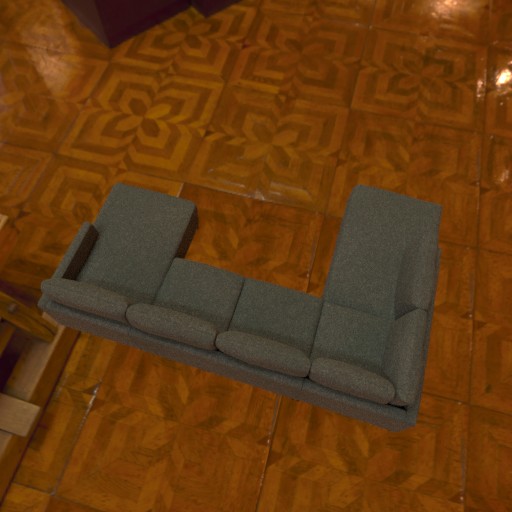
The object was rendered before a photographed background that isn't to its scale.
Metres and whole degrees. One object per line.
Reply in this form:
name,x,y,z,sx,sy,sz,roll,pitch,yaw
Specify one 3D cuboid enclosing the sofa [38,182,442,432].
sofa,0.000,0.000,3.784,2.956,0.813,2.007,16,64,8
